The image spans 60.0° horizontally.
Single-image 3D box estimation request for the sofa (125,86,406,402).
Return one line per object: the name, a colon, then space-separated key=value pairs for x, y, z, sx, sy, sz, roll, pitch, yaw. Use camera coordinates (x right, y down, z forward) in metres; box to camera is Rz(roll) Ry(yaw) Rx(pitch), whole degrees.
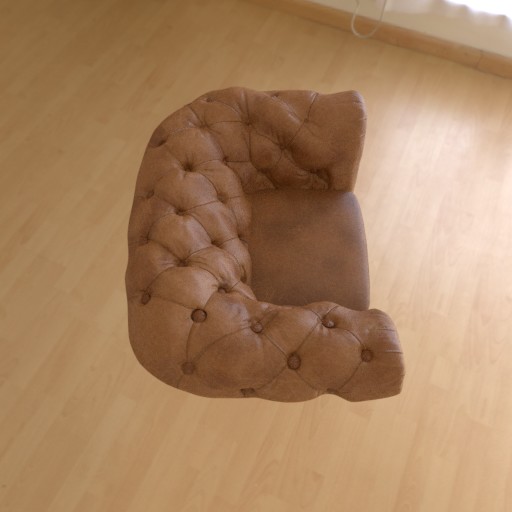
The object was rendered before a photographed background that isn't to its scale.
sofa: x=0.000 y=0.000 z=2.063 sx=1.033 sy=0.878 sz=1.405 roll=0 pitch=63 yaw=0
